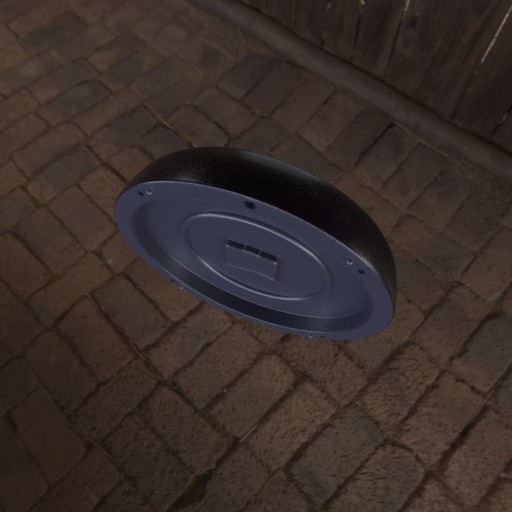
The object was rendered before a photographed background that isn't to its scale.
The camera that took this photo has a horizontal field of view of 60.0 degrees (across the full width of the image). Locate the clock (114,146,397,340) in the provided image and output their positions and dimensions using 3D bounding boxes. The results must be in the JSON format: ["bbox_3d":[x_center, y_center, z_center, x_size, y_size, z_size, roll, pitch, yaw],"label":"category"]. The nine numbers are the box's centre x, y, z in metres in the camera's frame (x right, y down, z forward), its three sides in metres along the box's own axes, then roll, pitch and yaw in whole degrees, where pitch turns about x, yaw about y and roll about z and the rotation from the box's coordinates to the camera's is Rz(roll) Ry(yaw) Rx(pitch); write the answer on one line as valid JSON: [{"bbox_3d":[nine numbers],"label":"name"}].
[{"bbox_3d":[0.000,0.000,0.472,0.300,0.300,0.060,19,65,9],"label":"clock"}]
